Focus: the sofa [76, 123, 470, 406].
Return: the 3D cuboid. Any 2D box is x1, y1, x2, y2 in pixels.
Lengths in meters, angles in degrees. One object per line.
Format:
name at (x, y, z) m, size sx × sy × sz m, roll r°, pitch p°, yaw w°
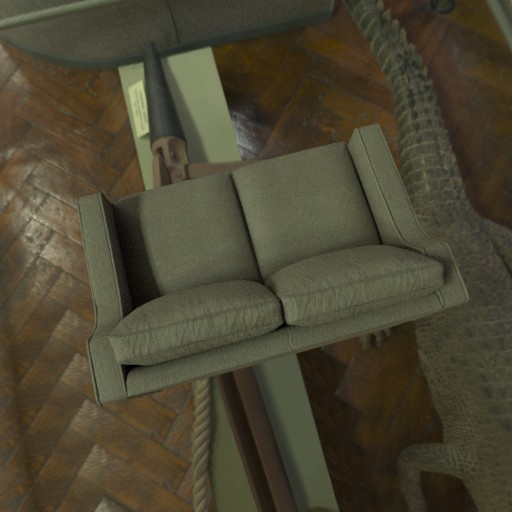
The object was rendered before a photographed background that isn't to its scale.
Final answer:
sofa at (0.000, 0.000, 2.149) m, size 1.503 × 0.981 × 0.985 m, roll -15°, pitch 75°, yaw -4°
